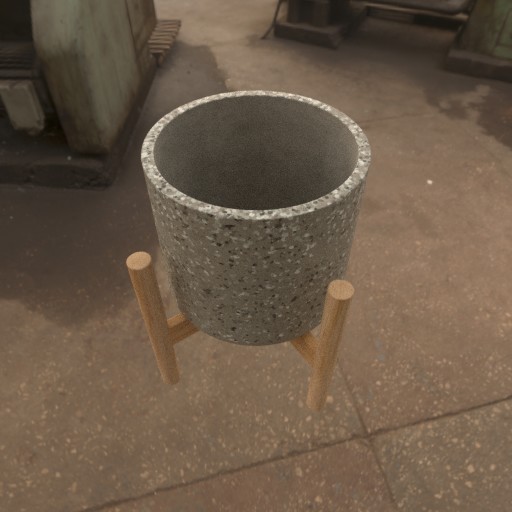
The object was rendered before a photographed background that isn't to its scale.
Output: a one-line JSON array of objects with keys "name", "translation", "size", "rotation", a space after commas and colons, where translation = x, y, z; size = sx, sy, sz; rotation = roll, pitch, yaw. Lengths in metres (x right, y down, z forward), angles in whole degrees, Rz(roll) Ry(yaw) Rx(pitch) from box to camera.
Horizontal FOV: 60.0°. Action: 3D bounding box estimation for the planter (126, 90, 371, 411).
[{"name": "planter", "translation": [0.000, 0.000, 0.550], "size": [0.284, 0.320, 0.284], "rotation": [-9, 47, -8]}]
